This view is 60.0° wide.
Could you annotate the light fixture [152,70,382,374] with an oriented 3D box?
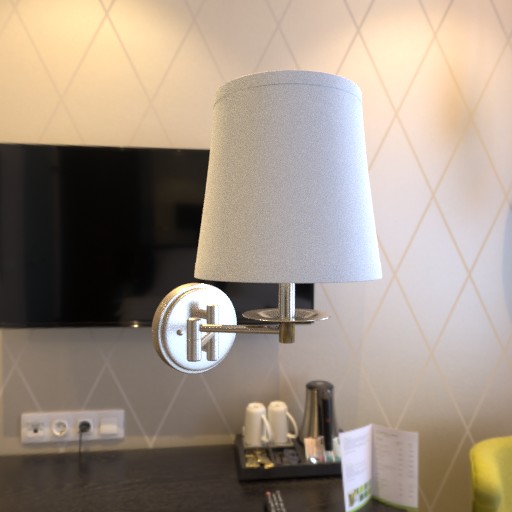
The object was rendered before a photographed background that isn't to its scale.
[{"bbox_3d":[0.000,0.000,0.589,0.223,0.381,0.348,-1,1,-37],"label":"light fixture"}]
